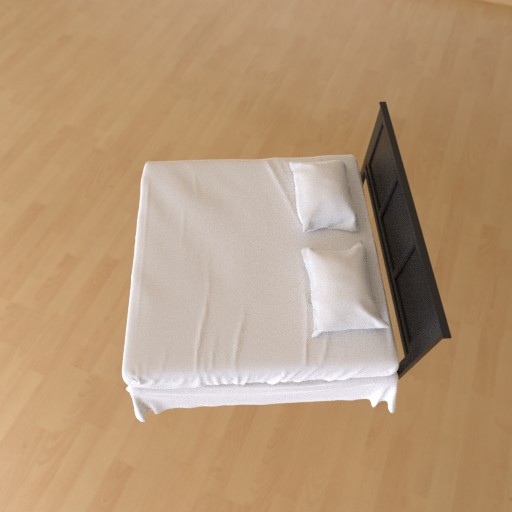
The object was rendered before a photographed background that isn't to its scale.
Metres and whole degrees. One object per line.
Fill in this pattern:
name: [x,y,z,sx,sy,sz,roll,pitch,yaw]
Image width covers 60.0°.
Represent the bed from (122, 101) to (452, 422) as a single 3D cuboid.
bed: [0.000,0.000,3.594,2.219,1.271,2.315,-2,60,-1]
